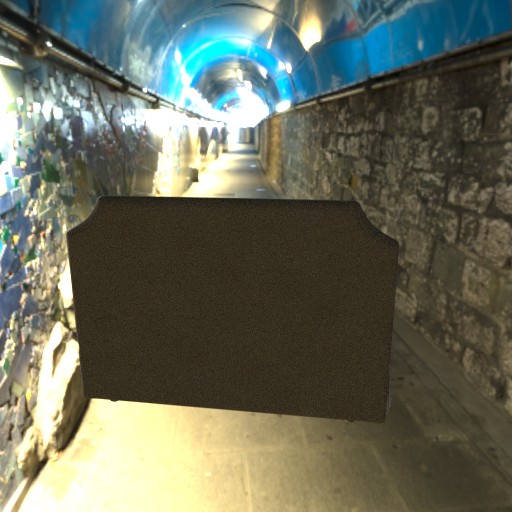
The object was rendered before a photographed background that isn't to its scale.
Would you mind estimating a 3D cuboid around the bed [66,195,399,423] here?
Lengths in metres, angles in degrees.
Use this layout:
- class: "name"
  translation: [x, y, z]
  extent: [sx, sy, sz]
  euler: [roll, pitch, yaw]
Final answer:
- class: "bed"
  translation: [0.000, 0.000, 3.640]
  extent: [1.977, 1.293, 2.498]
  euler: [2, 16, 8]
